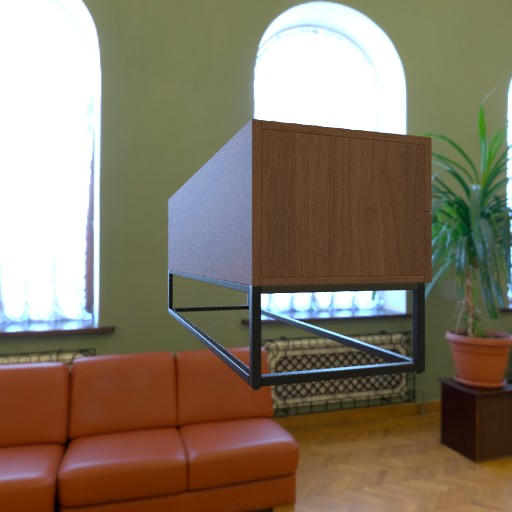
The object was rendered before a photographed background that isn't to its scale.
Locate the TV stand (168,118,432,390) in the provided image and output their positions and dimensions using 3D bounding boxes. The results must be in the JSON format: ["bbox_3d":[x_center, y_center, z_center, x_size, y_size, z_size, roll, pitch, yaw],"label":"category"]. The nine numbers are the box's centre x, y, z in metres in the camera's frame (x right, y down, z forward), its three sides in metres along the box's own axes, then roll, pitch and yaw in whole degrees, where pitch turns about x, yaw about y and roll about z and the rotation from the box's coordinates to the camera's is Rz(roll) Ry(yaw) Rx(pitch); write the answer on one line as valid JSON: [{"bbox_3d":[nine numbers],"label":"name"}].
[{"bbox_3d":[0.000,0.000,1.446,0.415,0.500,1.200,0,0,-18],"label":"TV stand"}]
